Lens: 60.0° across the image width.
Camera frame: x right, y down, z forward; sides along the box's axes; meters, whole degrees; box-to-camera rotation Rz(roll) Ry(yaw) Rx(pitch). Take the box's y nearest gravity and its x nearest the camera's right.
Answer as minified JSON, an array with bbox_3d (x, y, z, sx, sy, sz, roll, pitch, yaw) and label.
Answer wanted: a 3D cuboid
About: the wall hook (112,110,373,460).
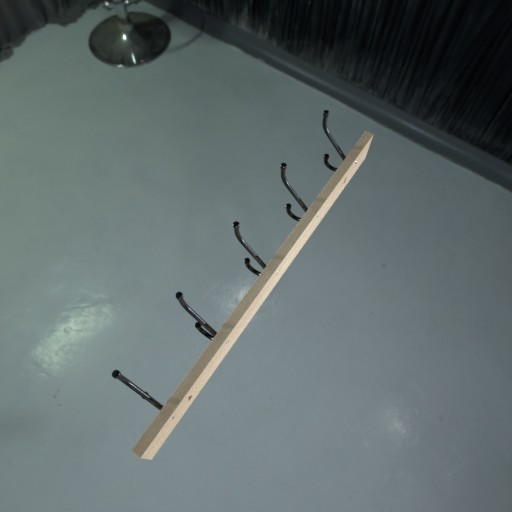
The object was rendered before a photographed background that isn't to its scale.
[{"bbox_3d":[0.000,0.000,0.617,0.071,0.117,0.571,31,68,14],"label":"wall hook"}]
